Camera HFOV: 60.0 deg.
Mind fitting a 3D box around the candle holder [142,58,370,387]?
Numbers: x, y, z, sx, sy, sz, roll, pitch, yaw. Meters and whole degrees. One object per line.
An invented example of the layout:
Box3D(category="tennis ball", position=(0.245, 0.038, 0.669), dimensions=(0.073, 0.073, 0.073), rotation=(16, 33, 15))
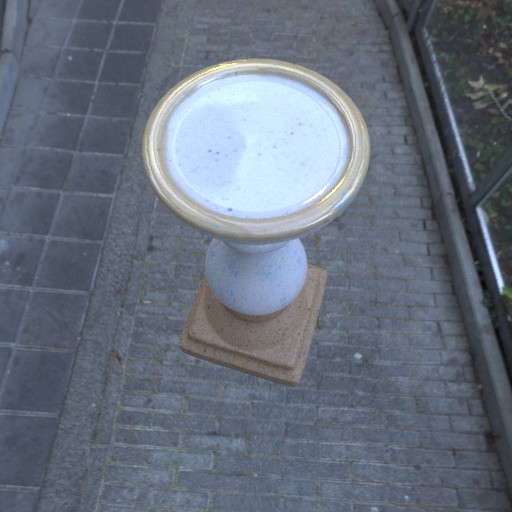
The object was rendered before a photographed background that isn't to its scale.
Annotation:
Box3D(category="candle holder", position=(0.000, 0.000, 0.302), dimensions=(0.110, 0.239, 0.110), rotation=(16, 65, 8))
